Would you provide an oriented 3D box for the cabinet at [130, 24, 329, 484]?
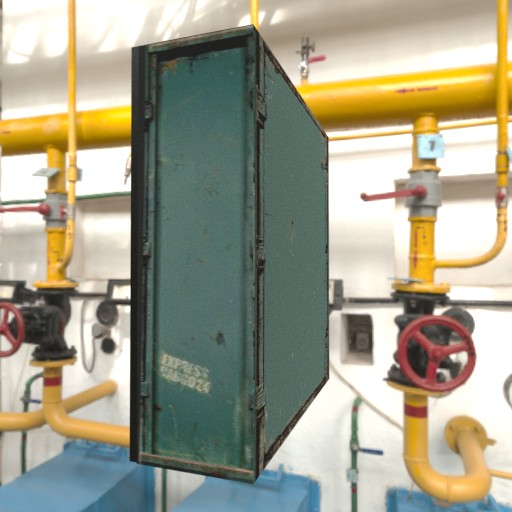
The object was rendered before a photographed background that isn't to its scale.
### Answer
[{"bbox_3d":[0.000,0.000,3.134,0.680,2.160,2.000,0,-1,19],"label":"cabinet"}]
